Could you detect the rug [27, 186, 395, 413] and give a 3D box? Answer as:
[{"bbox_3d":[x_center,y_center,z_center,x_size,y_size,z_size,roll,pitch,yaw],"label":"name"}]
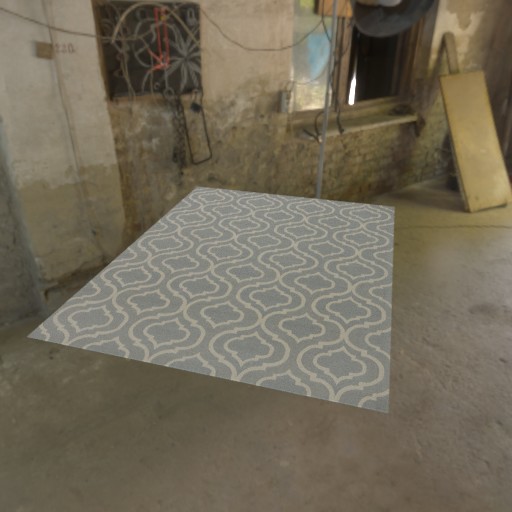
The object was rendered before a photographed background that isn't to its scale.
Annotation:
[{"bbox_3d":[0.000,0.000,3.837,2.283,0.006,2.892,8,30,14],"label":"rug"}]
